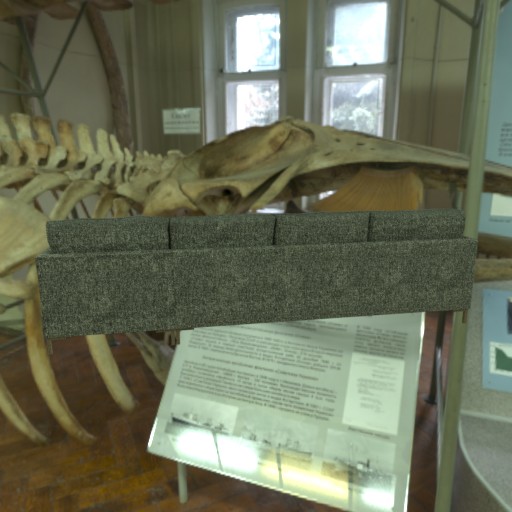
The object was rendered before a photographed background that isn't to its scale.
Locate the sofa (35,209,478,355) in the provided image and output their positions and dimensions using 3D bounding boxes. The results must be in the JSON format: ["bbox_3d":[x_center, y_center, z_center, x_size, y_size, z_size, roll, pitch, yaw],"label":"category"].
[{"bbox_3d":[0.000,0.000,4.050,3.384,0.970,1.488,-2,14,-10],"label":"sofa"}]
